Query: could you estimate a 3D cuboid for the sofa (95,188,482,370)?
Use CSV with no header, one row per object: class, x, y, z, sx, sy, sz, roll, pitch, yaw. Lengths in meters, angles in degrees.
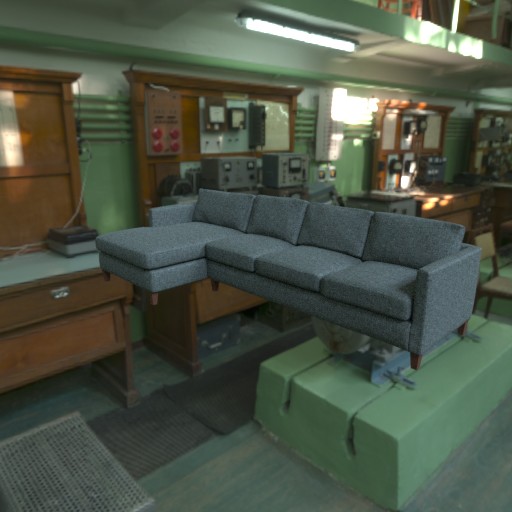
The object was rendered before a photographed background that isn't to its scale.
sofa,0.000,0.000,4.199,1.635,0.960,3.485,-15,21,-42
